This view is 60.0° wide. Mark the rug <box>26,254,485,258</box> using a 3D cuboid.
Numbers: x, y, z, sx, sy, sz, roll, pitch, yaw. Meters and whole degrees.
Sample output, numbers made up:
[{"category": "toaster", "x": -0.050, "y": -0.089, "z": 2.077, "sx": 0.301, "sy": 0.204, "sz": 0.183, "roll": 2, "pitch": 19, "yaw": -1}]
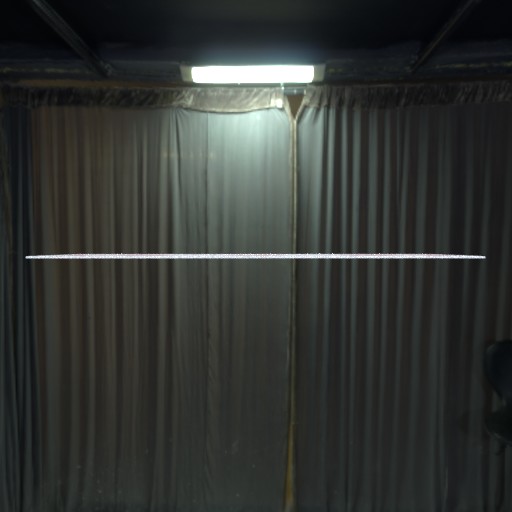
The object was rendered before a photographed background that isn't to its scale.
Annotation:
[{"category": "rug", "x": 0.000, "y": 0.000, "z": 2.533, "sx": 2.294, "sy": 0.011, "sz": 0.666, "roll": 0, "pitch": 1, "yaw": -1}]
